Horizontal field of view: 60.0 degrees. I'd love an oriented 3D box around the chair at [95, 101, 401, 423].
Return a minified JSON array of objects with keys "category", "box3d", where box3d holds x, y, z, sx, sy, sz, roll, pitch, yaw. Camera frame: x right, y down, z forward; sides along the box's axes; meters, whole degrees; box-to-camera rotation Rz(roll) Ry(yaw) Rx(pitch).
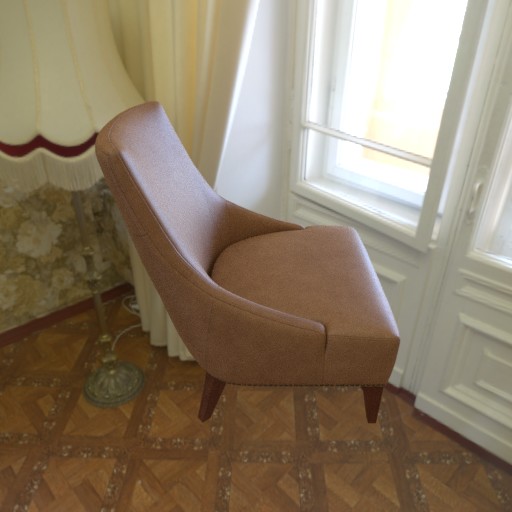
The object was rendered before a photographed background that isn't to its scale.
[{"category":"chair","box3d":[0.000,0.000,1.499,0.861,0.909,0.701,0,31,0]}]
